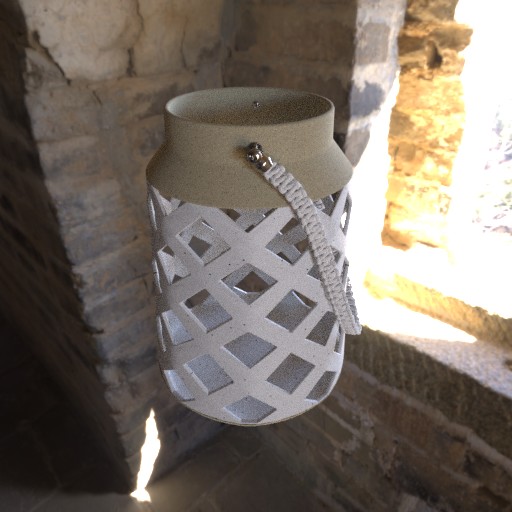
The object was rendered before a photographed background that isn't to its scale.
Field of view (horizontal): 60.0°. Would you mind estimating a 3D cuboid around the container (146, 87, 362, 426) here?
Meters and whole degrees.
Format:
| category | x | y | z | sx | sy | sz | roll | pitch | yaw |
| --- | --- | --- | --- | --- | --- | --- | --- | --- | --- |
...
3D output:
| category | x | y | z | sx | sy | sz | roll | pitch | yaw |
| --- | --- | --- | --- | --- | --- | --- | --- | --- | --- |
| container | 0.000 | 0.000 | 0.396 | 0.198 | 0.264 | 0.188 | 0 | 32 | 0 |
